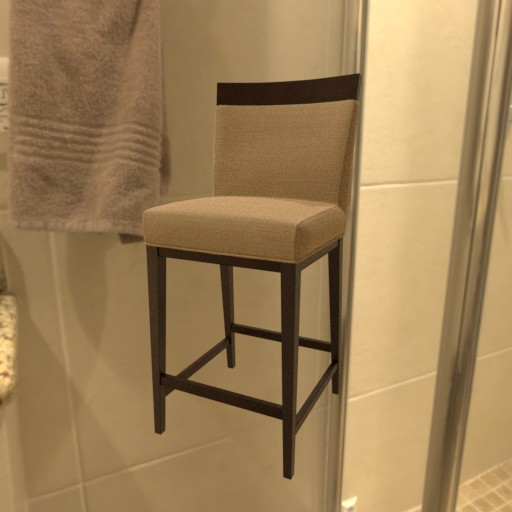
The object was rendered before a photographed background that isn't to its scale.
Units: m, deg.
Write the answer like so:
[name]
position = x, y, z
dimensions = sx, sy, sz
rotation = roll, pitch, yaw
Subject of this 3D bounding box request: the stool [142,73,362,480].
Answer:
[stool]
position = 0.000, 0.000, 1.423
dimensions = 0.511, 1.117, 0.531
rotation = 7, 16, 25
